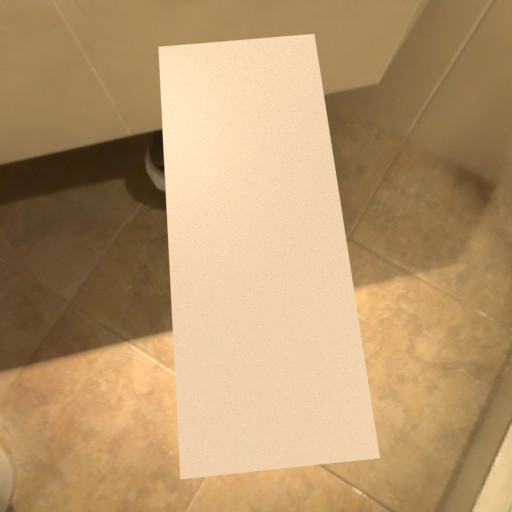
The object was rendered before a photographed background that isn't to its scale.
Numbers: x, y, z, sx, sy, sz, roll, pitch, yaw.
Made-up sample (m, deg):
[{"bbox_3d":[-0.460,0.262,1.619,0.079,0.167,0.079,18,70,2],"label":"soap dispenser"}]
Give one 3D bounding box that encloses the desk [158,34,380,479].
[{"bbox_3d":[0.000,0.000,1.893,0.603,0.773,1.530,-5,76,-1],"label":"desk"}]
